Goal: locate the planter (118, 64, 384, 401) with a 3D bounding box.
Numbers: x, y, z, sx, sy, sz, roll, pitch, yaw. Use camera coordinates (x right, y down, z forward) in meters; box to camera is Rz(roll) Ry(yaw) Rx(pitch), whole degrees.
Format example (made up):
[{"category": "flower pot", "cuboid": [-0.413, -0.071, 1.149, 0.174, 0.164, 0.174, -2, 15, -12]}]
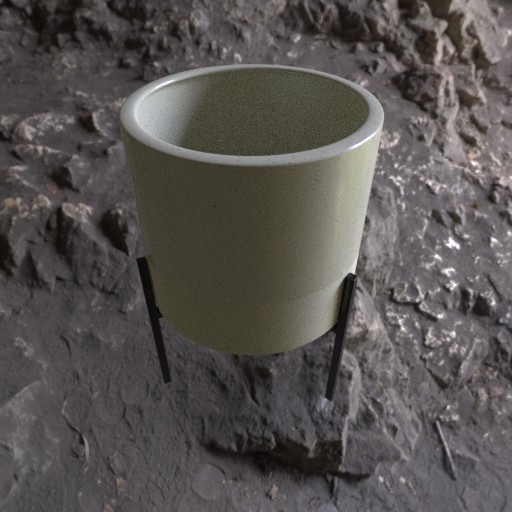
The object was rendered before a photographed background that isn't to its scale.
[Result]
[{"category": "planter", "cuboid": [0.000, 0.000, 0.331, 0.159, 0.230, 0.152, 25, 46, 27]}]
